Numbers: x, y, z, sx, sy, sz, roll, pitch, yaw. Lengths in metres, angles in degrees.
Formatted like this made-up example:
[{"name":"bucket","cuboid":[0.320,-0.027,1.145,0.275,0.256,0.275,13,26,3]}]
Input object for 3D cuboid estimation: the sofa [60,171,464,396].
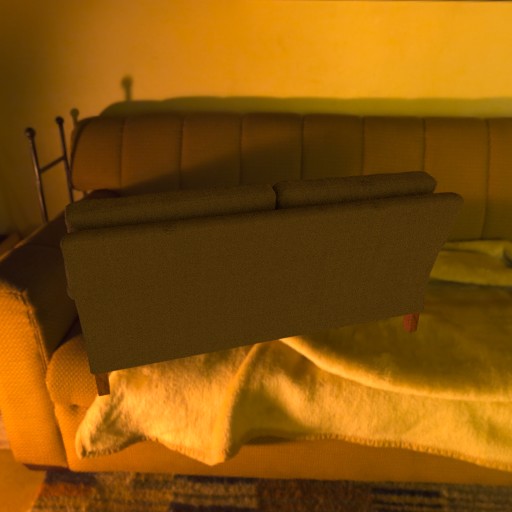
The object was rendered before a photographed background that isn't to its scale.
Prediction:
[{"name":"sofa","cuboid":[0.000,0.000,2.806,2.165,1.087,1.086,-8,26,-16]}]
